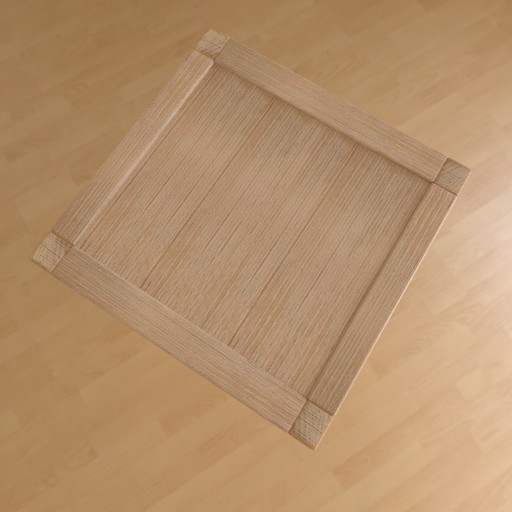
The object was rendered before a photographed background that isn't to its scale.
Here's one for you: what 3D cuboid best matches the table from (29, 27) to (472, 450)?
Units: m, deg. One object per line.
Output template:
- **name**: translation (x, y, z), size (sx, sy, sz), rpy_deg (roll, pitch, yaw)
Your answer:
- **table**: translation (0.000, 0.000, 1.055), size (0.559, 0.610, 0.558), rpy_deg (32, 78, 7)
